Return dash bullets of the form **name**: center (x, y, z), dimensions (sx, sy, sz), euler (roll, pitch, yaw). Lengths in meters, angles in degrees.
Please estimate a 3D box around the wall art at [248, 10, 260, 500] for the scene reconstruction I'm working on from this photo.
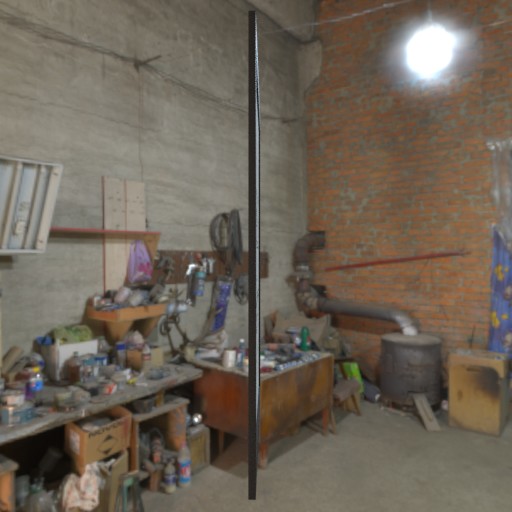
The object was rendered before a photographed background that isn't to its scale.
- **wall art**: center (0.000, 0.000, 0.669), dimensions (0.008, 0.530, 0.379), euler (0, -1, 1)
